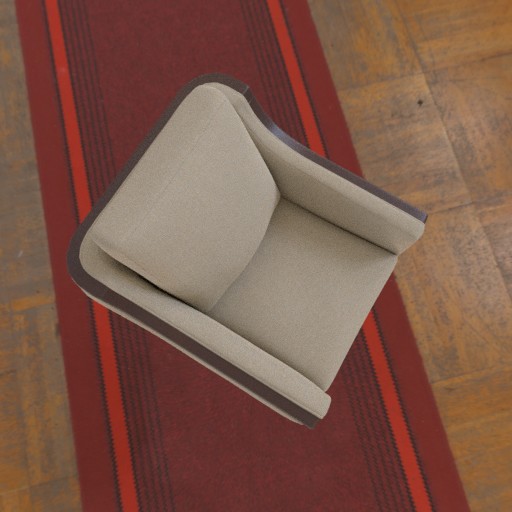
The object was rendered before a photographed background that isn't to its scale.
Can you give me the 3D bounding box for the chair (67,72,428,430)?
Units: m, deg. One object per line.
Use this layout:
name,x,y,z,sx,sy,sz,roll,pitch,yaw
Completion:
chair,0.000,0.000,1.649,0.950,0.930,0.870,30,78,7
